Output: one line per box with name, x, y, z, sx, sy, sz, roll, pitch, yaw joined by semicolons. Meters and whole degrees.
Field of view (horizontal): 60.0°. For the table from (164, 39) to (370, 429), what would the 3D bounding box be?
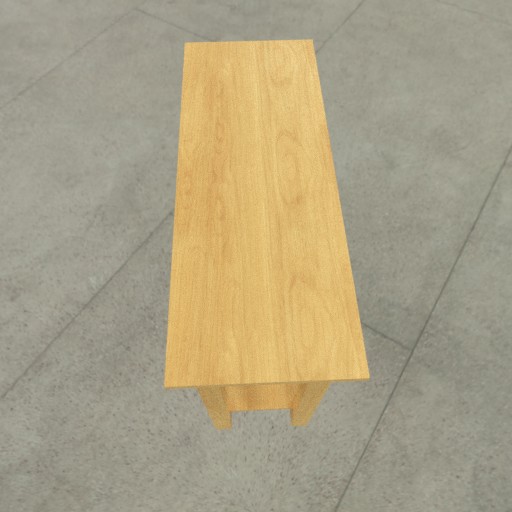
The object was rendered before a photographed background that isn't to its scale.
table;0.000;0.000;1.267;0.340;0.728;0.900;-2;60;-1
